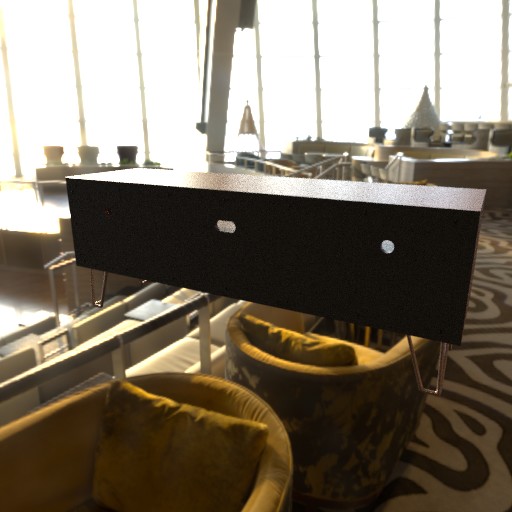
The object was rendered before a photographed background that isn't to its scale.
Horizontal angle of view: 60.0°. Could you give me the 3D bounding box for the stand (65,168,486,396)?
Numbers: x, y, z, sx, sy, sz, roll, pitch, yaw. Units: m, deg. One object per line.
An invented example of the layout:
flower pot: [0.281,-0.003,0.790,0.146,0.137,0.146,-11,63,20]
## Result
stand: [0.000,0.000,1.850,1.626,0.610,0.481,9,19,27]
